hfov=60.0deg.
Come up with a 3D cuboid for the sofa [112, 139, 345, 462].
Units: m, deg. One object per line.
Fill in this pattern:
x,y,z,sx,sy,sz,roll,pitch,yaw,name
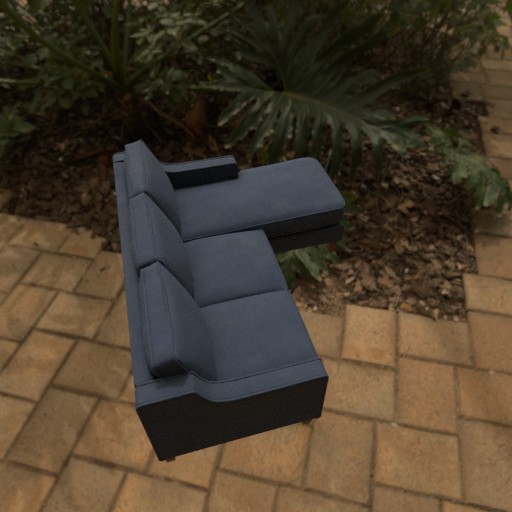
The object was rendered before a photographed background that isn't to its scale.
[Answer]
0.000,0.000,3.338,1.858,1.066,2.317,-11,47,-11,sofa
